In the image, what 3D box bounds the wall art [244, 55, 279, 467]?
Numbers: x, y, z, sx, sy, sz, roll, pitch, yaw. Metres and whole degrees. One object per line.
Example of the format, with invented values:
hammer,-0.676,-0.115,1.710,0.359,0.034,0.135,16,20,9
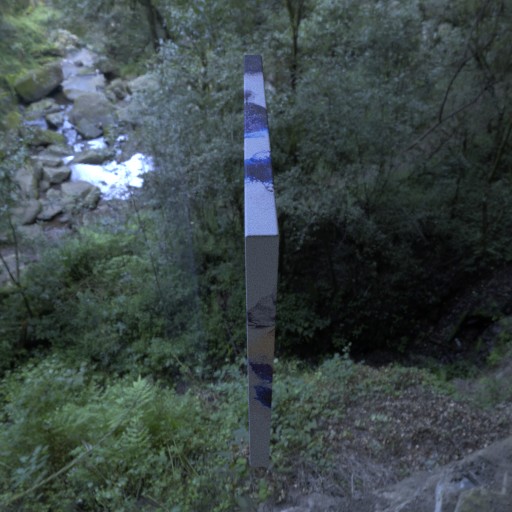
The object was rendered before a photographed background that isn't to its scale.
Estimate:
wall art,0.000,0.000,0.923,0.039,0.609,0.609,-1,42,-1
